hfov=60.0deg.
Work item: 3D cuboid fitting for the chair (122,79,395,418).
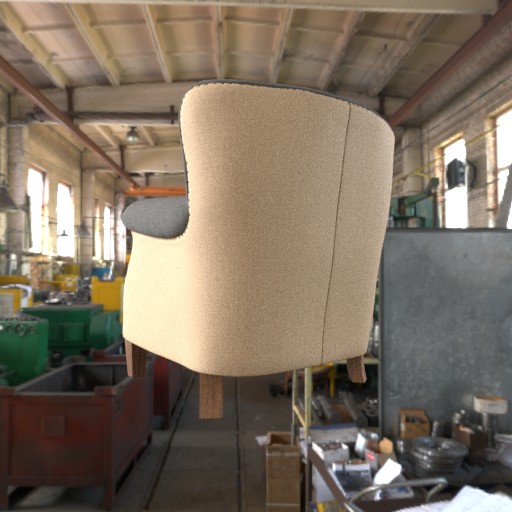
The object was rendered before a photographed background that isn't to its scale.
[{"bbox_3d":[0.000,0.000,1.640,0.861,0.936,0.921,2,-3,-36],"label":"chair"}]
